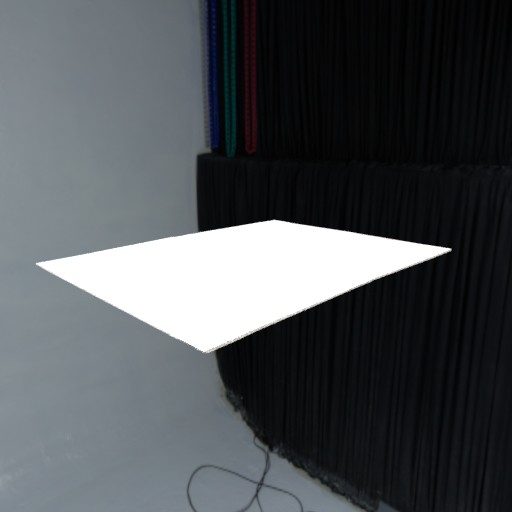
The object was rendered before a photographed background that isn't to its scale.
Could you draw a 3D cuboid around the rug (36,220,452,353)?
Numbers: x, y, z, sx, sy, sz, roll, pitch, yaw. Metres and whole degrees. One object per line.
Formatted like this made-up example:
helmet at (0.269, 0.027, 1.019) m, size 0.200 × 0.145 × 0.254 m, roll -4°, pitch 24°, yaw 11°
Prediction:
rug at (0.000, 0.000, 5.006) m, size 3.778 × 0.053 × 2.873 m, roll -14°, pitch 20°, yaw -43°
